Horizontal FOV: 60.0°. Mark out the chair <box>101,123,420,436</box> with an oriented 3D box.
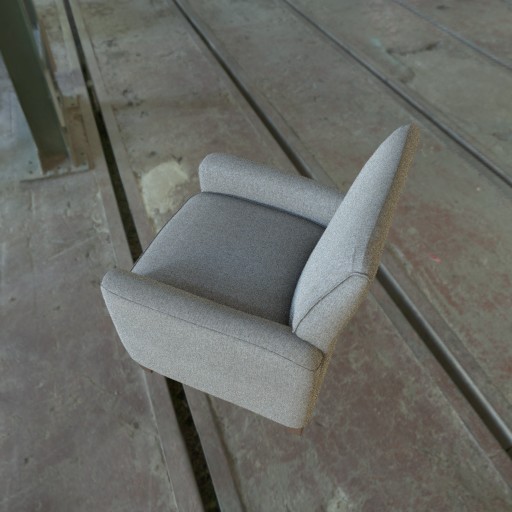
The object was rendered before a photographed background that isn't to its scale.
[{"bbox_3d":[0.000,0.000,1.648,0.864,1.014,0.848,18,50,15],"label":"chair"}]
